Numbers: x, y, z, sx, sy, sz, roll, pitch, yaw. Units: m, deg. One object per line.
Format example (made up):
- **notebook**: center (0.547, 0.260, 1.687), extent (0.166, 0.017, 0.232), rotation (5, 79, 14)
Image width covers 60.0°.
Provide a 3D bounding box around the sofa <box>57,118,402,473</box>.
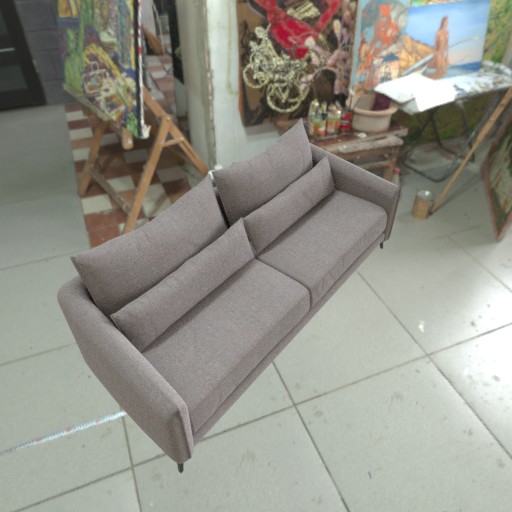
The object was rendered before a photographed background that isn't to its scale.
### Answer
- **sofa**: center (0.000, 0.000, 2.462), extent (0.809, 0.833, 2.022), rotation (28, 49, 28)
